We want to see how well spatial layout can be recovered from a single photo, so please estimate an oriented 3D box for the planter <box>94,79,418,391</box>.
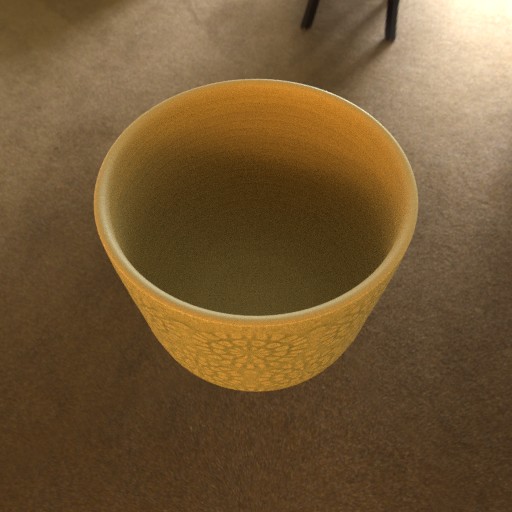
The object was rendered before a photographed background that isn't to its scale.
[{"bbox_3d":[0.000,0.000,0.298,0.169,0.153,0.169,0,57,0],"label":"planter"}]
